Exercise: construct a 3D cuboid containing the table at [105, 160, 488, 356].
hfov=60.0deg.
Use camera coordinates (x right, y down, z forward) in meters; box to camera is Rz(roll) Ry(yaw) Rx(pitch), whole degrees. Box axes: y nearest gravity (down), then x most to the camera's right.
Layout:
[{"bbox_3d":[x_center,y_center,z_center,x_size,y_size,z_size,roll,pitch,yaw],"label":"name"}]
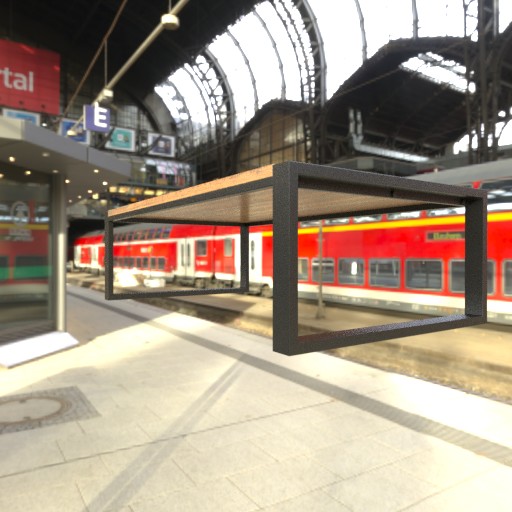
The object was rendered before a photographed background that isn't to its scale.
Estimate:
[{"bbox_3d":[0.000,0.000,1.668,0.750,0.400,1.350,0,0,-34],"label":"table"}]
